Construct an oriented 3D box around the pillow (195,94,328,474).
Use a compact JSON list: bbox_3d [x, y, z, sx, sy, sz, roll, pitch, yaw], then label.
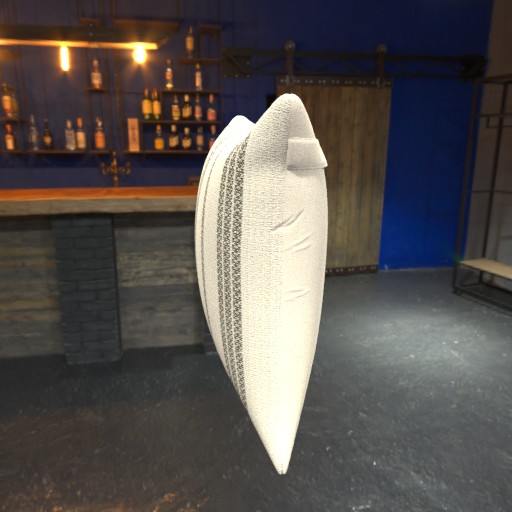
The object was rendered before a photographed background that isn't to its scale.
[{"bbox_3d":[0.000,0.000,0.639,0.173,0.406,0.405,-2,15,-8],"label":"pillow"}]
